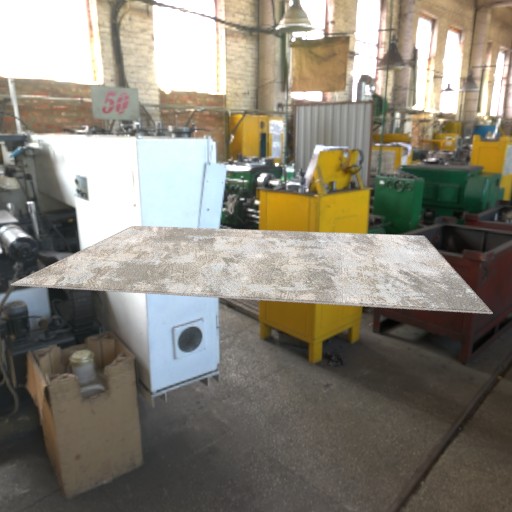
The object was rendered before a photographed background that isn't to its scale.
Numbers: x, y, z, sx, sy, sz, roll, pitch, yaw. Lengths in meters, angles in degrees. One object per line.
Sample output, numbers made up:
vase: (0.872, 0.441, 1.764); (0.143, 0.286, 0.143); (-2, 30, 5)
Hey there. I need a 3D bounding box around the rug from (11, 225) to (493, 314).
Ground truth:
rug: (0.000, 0.000, 2.931); (2.431, 0.012, 1.536); (3, 16, 9)
